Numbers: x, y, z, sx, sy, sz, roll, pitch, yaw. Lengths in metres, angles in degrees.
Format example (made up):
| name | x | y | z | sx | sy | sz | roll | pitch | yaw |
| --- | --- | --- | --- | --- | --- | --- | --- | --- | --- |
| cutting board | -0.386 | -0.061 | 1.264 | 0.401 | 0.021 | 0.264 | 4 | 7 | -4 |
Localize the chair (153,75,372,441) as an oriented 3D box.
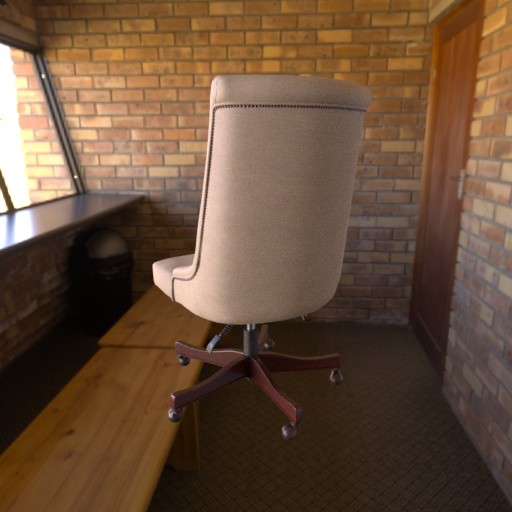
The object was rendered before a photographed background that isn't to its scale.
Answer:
| name | x | y | z | sx | sy | sz | roll | pitch | yaw |
| --- | --- | --- | --- | --- | --- | --- | --- | --- | --- |
| chair | 0.000 | 0.000 | 1.437 | 0.645 | 1.010 | 0.696 | -7 | 16 | -27 |
